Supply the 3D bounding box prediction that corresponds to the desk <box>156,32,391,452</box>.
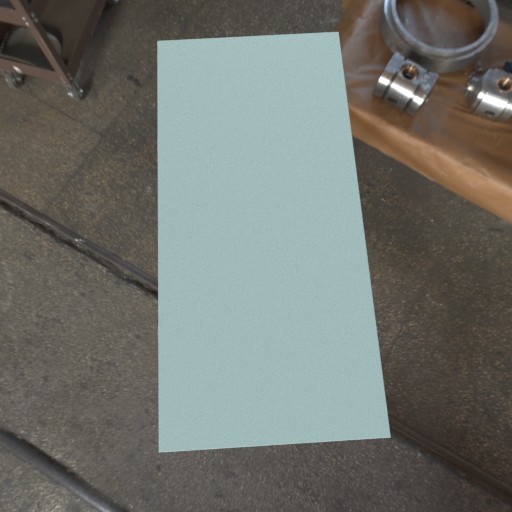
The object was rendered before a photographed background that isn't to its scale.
[{"bbox_3d":[0.000,0.000,1.473,0.525,0.780,1.057,-3,75,-1],"label":"desk"}]
